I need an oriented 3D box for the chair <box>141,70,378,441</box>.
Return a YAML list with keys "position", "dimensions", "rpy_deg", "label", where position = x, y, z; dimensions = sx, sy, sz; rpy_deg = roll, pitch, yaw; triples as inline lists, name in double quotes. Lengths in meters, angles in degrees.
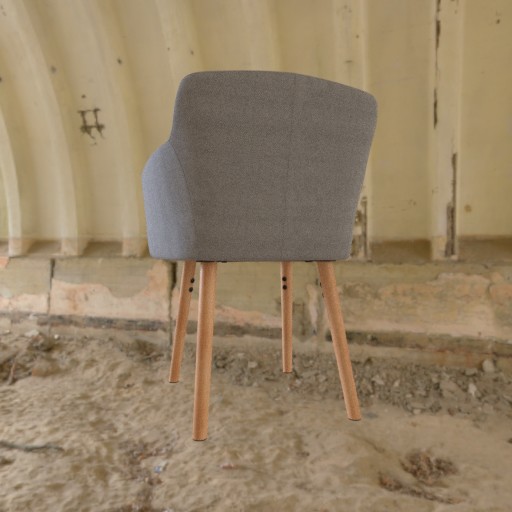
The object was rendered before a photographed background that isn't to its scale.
- position: [0.000, 0.000, 1.181]
  dimensions: [0.570, 0.780, 0.540]
  rpy_deg: [0, 0, -18]
  label: "chair"
